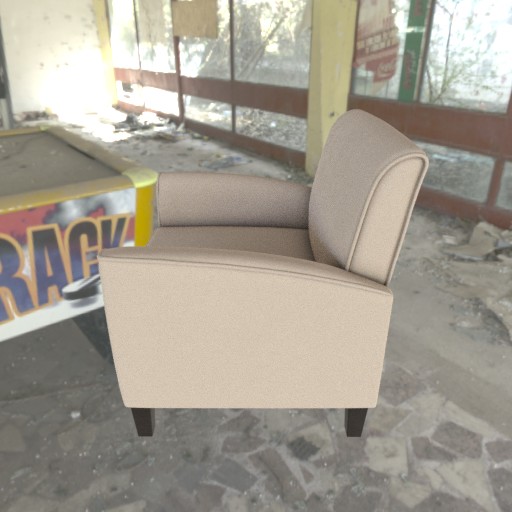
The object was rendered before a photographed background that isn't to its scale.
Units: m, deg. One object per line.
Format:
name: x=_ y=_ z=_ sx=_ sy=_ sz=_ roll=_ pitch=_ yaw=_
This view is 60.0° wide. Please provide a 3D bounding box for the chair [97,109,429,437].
chair: x=0.000 y=0.000 z=1.546 sx=0.820 sy=0.915 sz=0.820 roll=0 pitch=26 yaw=0
